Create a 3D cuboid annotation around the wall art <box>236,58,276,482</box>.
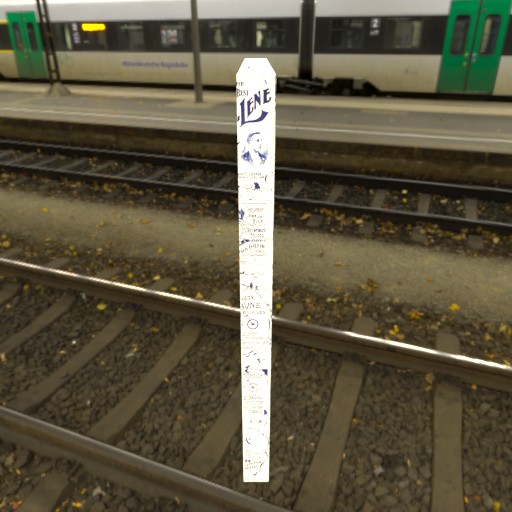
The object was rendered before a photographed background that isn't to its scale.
[{"bbox_3d":[0.000,0.000,0.473,0.025,0.376,0.255,0,26,0],"label":"wall art"}]
